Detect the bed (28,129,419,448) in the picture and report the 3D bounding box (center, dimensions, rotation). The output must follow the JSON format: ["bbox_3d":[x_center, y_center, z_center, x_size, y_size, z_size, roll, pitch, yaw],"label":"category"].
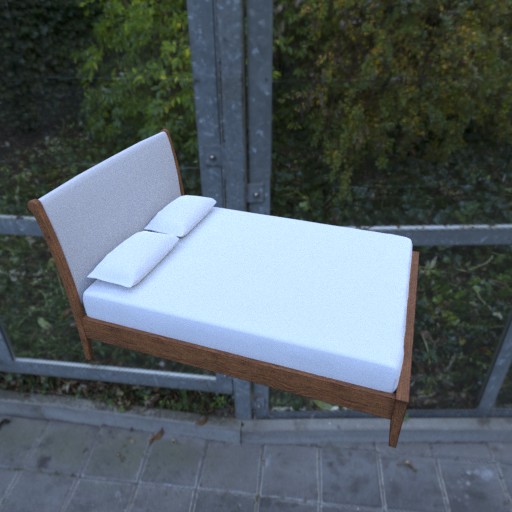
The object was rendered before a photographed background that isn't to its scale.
[{"bbox_3d":[0.000,0.000,2.961,2.108,1.135,1.502,10,33,16],"label":"bed"}]
